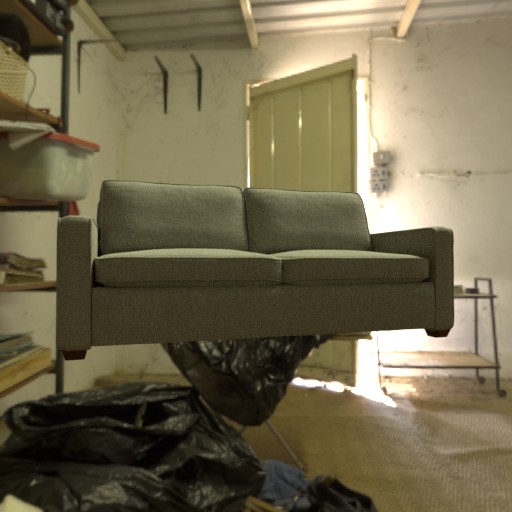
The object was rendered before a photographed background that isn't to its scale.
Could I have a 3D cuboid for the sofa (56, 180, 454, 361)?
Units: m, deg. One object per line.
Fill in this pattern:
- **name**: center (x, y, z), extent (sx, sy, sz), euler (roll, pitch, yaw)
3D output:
- **sofa**: center (0.000, 0.000, 2.606), extent (2.078, 0.918, 0.945), euler (0, -1, -18)
